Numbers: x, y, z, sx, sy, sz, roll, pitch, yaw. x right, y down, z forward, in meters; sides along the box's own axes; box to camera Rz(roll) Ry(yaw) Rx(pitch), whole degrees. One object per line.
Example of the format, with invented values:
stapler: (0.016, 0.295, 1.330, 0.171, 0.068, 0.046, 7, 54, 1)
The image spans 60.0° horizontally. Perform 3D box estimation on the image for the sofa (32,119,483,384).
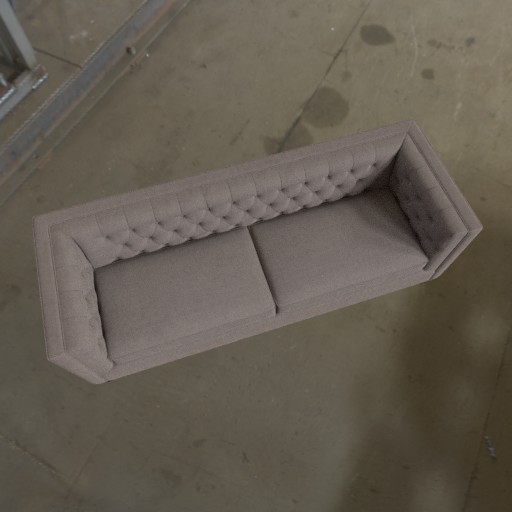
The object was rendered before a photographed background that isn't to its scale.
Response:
sofa: (0.000, 0.000, 2.569, 2.159, 0.762, 0.775, -16, 65, -8)
